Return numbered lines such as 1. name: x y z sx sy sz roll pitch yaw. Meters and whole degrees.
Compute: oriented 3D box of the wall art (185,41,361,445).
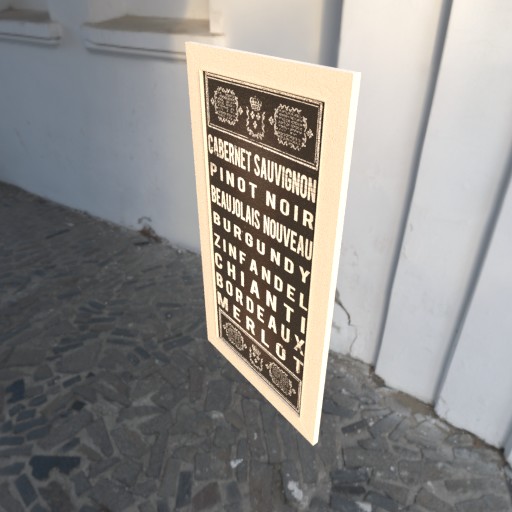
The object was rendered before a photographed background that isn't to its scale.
1. wall art: 0.000 0.000 0.817 0.013 0.683 0.380 -22 38 -31
